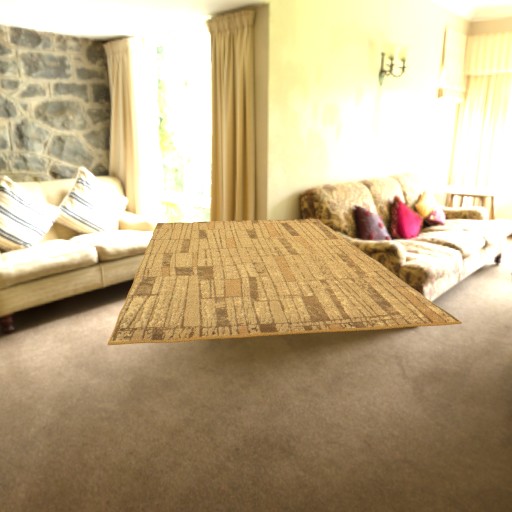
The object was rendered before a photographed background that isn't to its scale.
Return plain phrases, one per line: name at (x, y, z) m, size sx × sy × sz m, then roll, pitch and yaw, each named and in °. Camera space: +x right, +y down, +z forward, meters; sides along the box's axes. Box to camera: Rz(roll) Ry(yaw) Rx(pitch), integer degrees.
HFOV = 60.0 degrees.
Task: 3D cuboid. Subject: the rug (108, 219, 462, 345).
rug at (0.000, 0.000, 3.032) m, size 1.531 × 0.023 × 2.444 m, roll -2°, pitch 16°, yaw -7°
